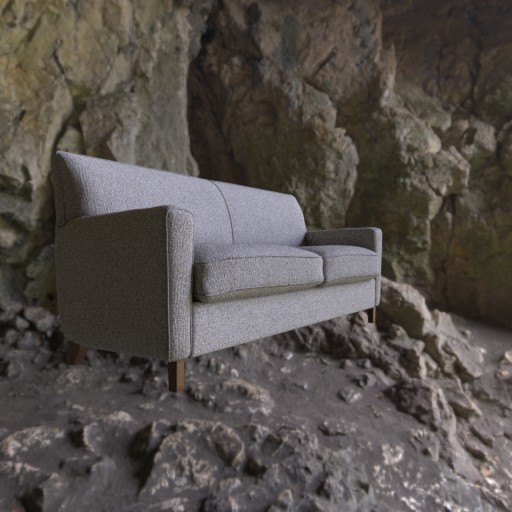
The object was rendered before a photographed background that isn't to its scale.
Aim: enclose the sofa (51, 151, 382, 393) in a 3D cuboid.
[{"bbox_3d":[0.000,0.000,2.518,0.854,0.942,2.026,1,1,36],"label":"sofa"}]
